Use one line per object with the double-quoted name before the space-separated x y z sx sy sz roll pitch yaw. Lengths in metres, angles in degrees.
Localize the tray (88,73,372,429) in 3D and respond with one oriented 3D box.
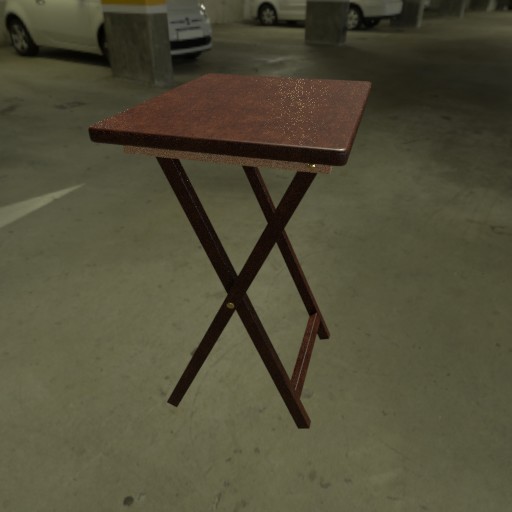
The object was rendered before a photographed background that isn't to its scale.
"tray" 0.000 0.000 0.973 0.381 0.660 0.483 9 33 14
